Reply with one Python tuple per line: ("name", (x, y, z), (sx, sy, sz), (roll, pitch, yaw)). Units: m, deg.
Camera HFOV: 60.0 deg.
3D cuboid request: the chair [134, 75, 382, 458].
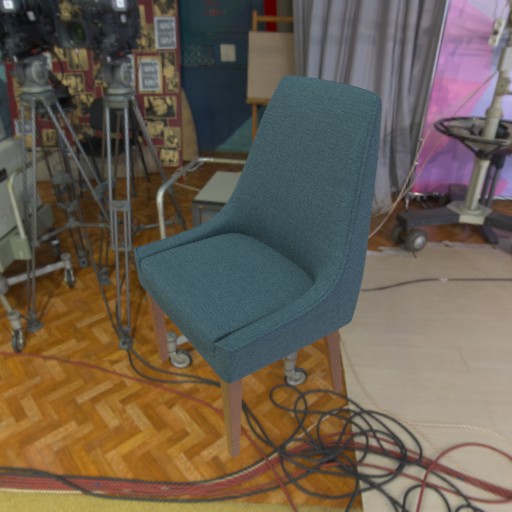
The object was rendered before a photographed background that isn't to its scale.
("chair", (0.000, 0.000, 1.228), (0.544, 0.861, 0.529), (-20, 36, -30))
